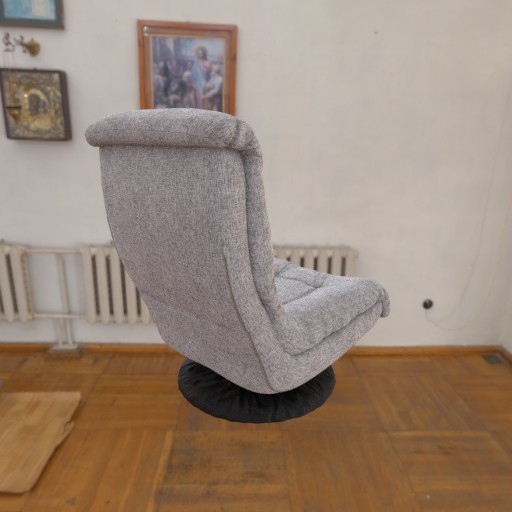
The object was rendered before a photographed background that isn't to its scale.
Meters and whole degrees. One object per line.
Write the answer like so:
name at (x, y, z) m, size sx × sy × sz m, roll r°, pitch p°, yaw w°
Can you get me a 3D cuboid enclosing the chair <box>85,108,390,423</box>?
chair at (0.000, 0.000, 0.980) m, size 0.400 × 0.600 × 0.583 m, roll 14°, pitch 21°, yaw 42°
